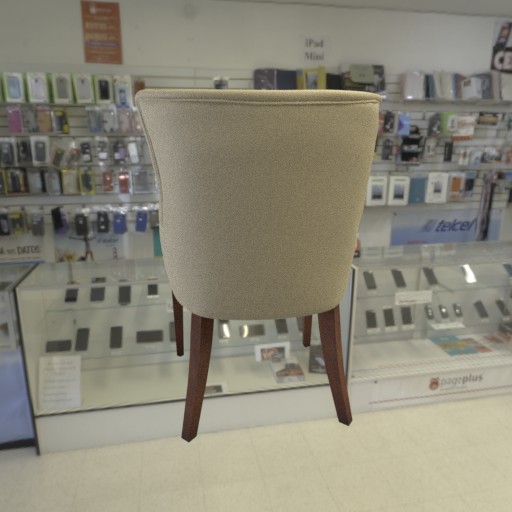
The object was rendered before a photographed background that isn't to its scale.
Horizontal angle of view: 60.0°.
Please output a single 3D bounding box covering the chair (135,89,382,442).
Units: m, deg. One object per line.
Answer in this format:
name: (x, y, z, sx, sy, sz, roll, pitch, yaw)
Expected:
chair: (0.000, 0.000, 1.404, 0.660, 0.952, 0.686, -2, 15, -9)
